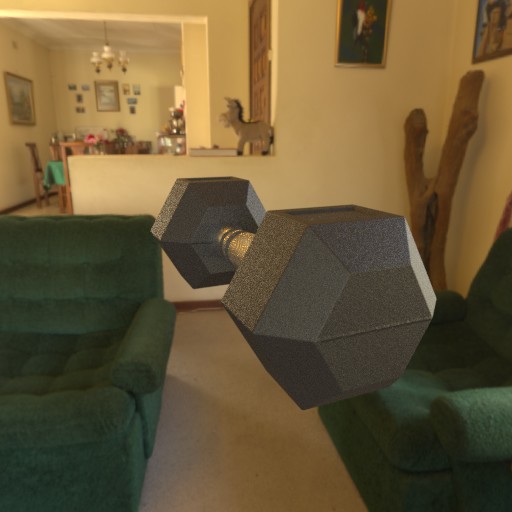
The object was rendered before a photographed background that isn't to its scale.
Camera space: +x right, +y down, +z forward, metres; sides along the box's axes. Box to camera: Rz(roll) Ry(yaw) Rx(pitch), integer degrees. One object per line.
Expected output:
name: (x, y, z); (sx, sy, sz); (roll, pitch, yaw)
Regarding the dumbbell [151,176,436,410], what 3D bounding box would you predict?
dumbbell: (0.000, 0.000, 0.348); (0.116, 0.101, 0.297); (-7, 17, -23)
